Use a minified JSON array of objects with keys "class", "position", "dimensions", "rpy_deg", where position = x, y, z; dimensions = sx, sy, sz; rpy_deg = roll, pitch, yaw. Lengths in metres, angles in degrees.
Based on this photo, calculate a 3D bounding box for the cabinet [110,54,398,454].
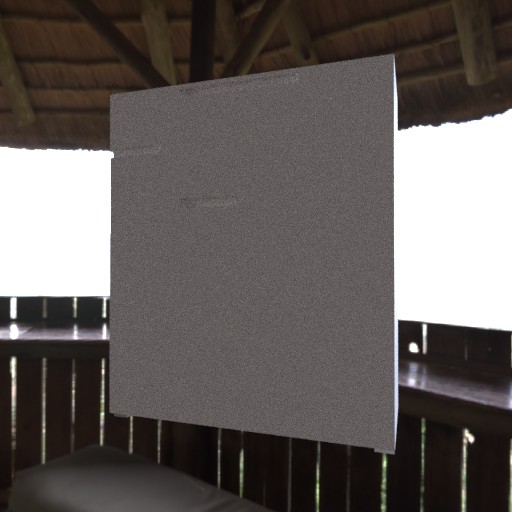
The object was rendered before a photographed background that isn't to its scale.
[{"class":"cabinet","position":[0.000,0.000,1.657],"dimensions":[1.000,1.190,0.400],"rpy_deg":[0,0,19]}]
